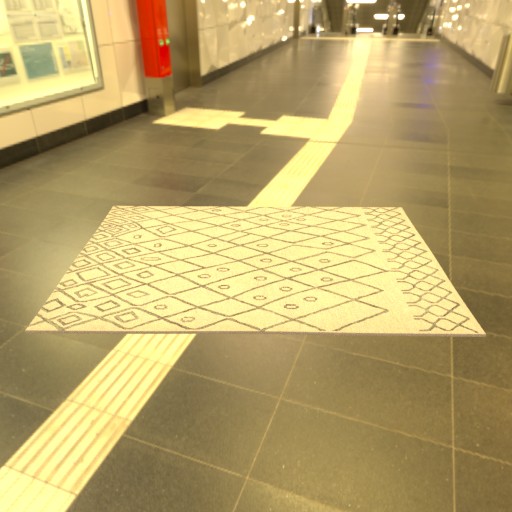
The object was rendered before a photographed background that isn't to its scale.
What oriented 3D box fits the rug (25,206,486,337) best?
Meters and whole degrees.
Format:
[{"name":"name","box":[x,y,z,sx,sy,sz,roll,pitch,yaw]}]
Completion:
[{"name":"rug","box":[0.000,0.000,2.279,1.828,0.015,1.222,0,30,1]}]
